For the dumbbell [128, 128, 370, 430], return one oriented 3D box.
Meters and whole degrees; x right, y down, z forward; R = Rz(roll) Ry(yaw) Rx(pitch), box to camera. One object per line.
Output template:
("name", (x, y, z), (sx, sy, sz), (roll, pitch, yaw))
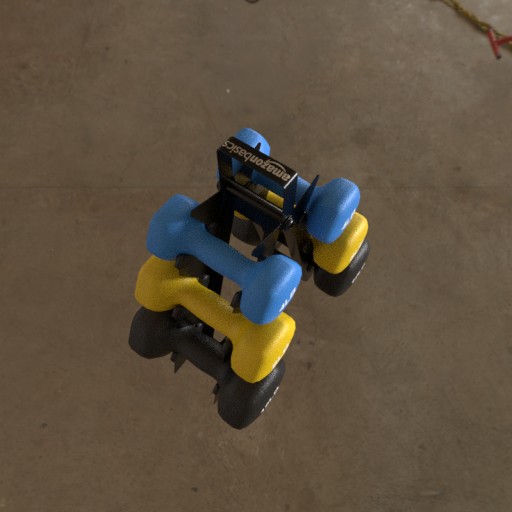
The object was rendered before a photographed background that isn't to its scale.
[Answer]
("dumbbell", (0.000, 0.000, 0.668), (0.255, 0.426, 0.409), (33, 66, 17))
